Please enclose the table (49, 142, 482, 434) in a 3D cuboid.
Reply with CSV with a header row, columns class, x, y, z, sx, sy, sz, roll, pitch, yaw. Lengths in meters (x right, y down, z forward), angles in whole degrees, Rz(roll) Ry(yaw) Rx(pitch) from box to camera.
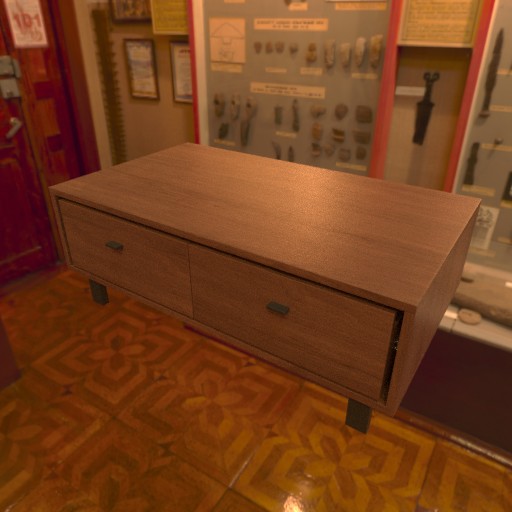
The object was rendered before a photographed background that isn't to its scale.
class,x,y,z,sx,sy,sz,roll,pitch,yaw
table,0.000,0.000,1.282,1.020,0.380,0.600,18,34,29
